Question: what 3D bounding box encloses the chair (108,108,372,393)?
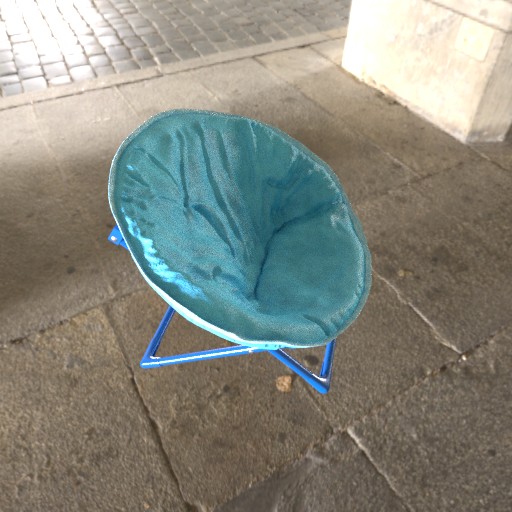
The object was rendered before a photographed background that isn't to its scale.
[{"bbox_3d":[0.000,0.000,0.894,0.465,0.478,0.520,11,47,10],"label":"chair"}]
